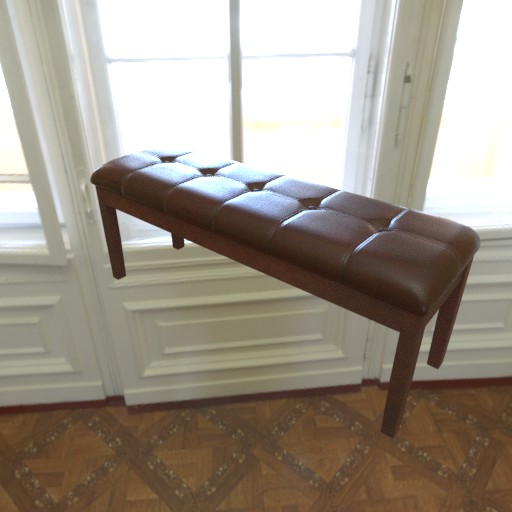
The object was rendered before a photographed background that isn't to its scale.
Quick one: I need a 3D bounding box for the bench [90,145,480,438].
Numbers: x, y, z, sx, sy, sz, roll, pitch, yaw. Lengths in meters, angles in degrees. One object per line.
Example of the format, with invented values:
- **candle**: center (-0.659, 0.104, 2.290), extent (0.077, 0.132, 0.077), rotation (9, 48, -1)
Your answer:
- **bench**: center (0.000, 0.000, 1.494), extent (1.259, 0.491, 0.401), rotation (22, 37, 33)
